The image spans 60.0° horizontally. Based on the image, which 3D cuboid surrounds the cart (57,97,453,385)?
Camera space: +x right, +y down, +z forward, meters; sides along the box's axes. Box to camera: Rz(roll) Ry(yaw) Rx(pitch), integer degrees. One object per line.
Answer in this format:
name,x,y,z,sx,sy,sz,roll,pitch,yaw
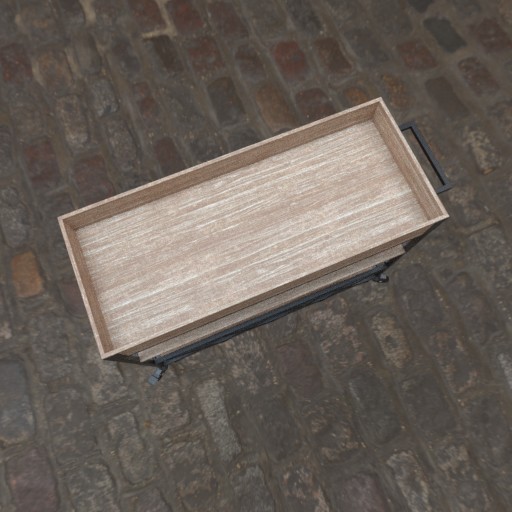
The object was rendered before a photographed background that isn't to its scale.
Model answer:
cart,0.000,0.000,1.554,1.101,0.787,0.500,-22,75,-6
